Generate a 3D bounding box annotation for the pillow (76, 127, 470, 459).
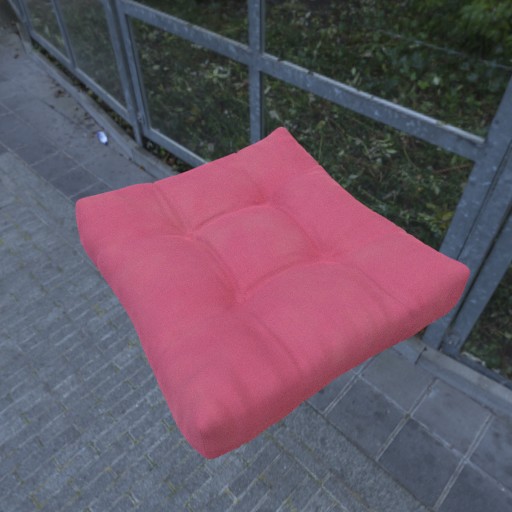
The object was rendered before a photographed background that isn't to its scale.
[{"bbox_3d":[0.000,0.000,0.733,0.468,0.128,0.490,-25,51,-22],"label":"pillow"}]
